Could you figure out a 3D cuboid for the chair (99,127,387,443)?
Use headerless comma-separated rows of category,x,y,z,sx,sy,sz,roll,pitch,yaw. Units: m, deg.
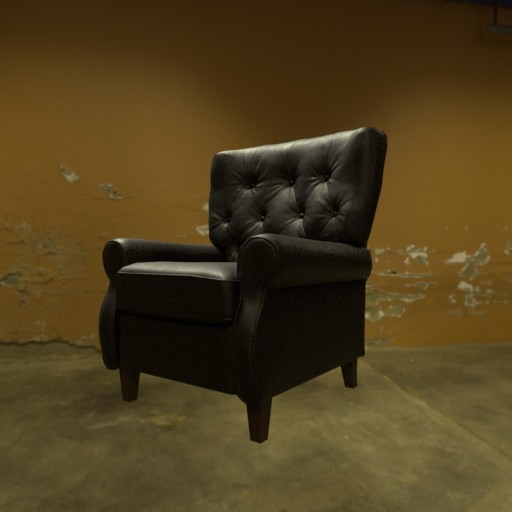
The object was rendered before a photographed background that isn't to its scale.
chair,0.000,0.000,1.918,0.948,1.158,1.058,0,0,36
